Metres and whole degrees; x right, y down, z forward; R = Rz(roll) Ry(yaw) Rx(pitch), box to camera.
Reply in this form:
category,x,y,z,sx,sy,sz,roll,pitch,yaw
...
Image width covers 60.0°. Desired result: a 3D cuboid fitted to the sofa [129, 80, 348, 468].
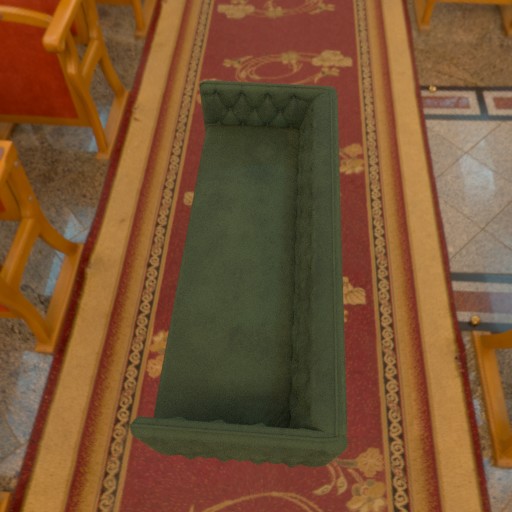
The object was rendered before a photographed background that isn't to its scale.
category,x,y,z,sx,sy,sz,roll,pitch,yaw
sofa,0.000,0.000,2.621,0.895,0.771,2.209,4,59,2
